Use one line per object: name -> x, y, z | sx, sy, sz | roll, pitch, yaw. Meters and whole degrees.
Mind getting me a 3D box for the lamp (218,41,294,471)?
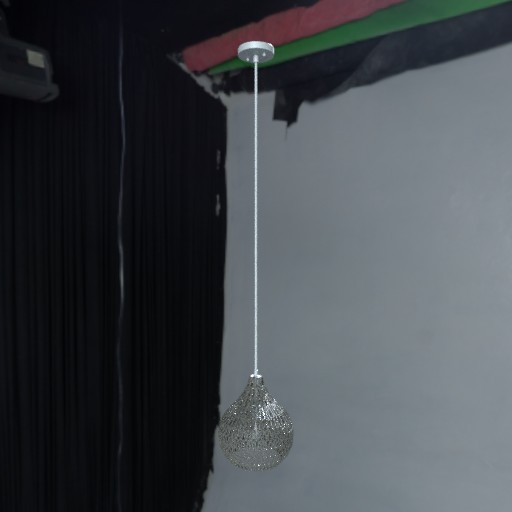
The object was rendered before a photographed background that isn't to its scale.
lamp -> 0.000, 0.000, 2.080 | 0.355, 1.919, 0.355 | 1, 2, 35
